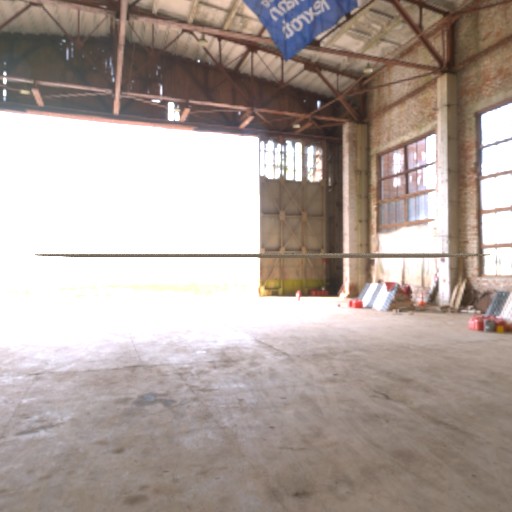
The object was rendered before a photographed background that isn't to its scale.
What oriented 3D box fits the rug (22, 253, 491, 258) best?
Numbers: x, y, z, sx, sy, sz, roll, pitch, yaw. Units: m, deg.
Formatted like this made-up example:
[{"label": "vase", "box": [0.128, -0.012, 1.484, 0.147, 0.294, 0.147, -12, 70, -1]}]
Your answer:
[{"label": "rug", "box": [0.000, 0.000, 2.699, 2.480, 0.013, 0.786, 0, -1, 1]}]
